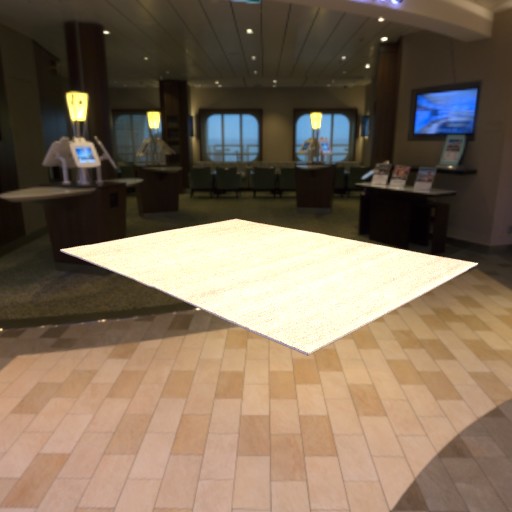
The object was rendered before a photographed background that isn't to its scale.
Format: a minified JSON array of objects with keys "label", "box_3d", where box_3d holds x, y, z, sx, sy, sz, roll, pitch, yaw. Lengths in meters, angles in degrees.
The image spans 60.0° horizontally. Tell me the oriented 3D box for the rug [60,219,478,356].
[{"label":"rug","box_3d":[0.000,0.000,4.277,2.467,0.046,3.245,-14,21,-43]}]
